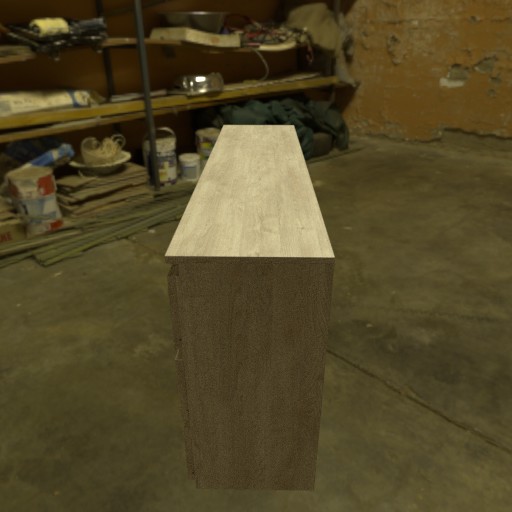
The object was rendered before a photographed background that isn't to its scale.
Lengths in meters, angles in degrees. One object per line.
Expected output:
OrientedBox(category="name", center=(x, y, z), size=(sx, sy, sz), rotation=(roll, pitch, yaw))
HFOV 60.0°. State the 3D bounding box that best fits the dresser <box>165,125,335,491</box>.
OrientedBox(category="dresser", center=(0.000, 0.000, 1.879), size=(0.390, 0.795, 1.590), rotation=(0, 27, 1))
